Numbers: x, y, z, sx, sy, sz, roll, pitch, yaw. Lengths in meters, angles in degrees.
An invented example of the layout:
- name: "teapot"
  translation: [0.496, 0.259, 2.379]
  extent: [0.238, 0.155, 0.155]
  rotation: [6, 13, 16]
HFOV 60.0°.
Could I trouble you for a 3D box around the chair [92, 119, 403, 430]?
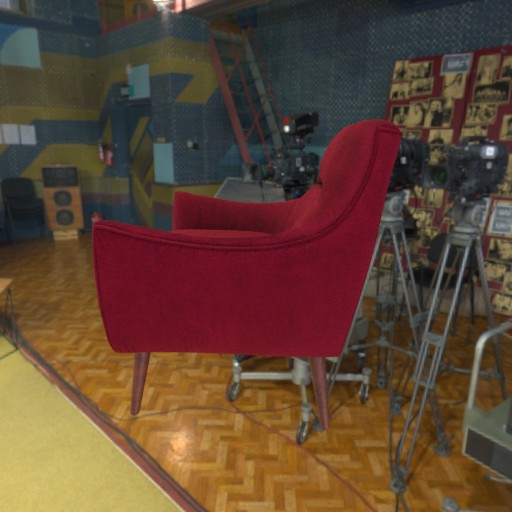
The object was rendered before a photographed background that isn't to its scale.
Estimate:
- name: "chair"
  translation: [0.000, 0.000, 1.453]
  extent: [0.787, 0.838, 0.762]
  rotation: [2, 15, 7]
